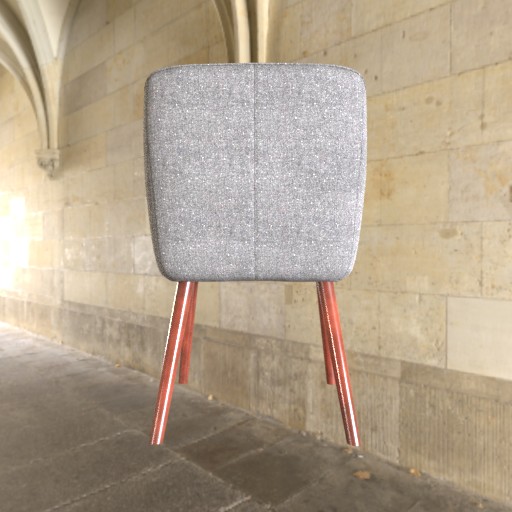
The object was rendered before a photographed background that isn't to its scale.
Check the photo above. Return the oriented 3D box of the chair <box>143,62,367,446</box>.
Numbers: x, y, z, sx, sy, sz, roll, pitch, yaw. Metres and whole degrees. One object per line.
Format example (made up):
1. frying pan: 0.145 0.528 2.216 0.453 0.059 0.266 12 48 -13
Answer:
1. chair: 0.000 0.000 1.159 0.543 0.803 0.519 0 0 1
